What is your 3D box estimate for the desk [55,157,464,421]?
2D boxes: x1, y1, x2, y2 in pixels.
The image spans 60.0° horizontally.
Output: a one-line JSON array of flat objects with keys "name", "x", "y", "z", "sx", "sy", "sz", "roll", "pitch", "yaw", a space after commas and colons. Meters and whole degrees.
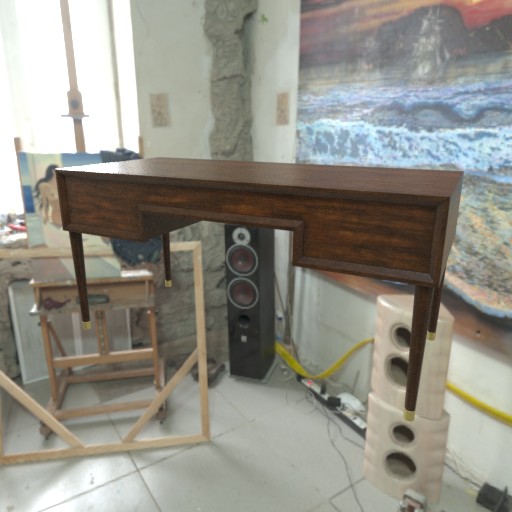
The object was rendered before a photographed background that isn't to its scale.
[{"name": "desk", "x": 0.000, "y": 0.000, "z": 1.987, "sx": 1.575, "sy": 0.762, "sz": 0.724, "roll": 9, "pitch": 19, "yaw": 26}]
